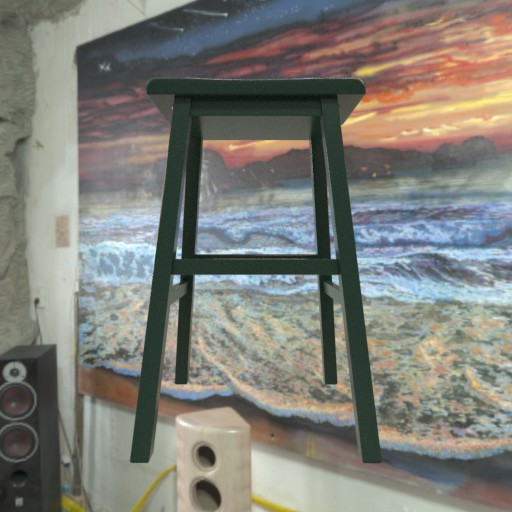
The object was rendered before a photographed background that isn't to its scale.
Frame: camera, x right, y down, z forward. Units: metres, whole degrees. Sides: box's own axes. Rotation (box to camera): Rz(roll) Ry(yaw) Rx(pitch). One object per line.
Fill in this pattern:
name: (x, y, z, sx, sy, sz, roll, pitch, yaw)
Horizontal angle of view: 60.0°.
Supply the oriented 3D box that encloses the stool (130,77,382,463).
stool: (0.000, 0.000, 1.030, 0.457, 0.737, 0.476, 0, 2, 0)
